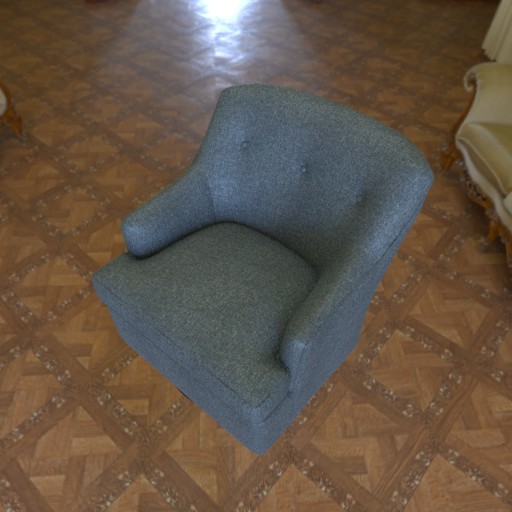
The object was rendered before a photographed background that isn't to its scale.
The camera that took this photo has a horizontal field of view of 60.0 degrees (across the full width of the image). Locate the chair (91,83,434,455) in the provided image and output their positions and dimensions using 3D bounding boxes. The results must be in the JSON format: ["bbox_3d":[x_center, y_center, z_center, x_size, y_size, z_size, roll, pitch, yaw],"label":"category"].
[{"bbox_3d":[0.000,0.000,1.609,0.864,0.856,0.923,31,54,26],"label":"chair"}]
